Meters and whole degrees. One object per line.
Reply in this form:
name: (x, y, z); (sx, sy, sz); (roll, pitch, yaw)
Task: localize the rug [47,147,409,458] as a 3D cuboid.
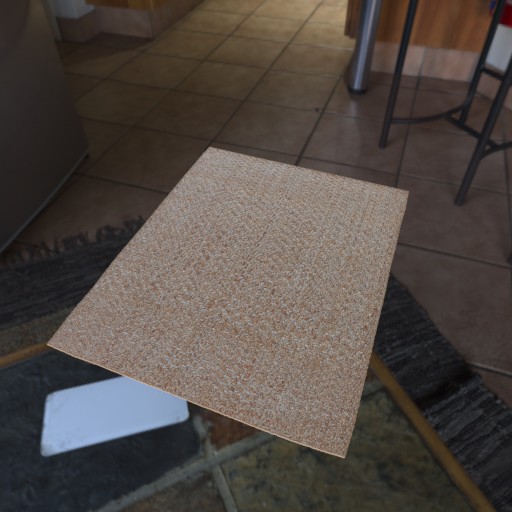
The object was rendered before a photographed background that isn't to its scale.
rug: (0.000, 0.000, 4.179); (2.439, 0.013, 3.048); (16, 48, 14)
